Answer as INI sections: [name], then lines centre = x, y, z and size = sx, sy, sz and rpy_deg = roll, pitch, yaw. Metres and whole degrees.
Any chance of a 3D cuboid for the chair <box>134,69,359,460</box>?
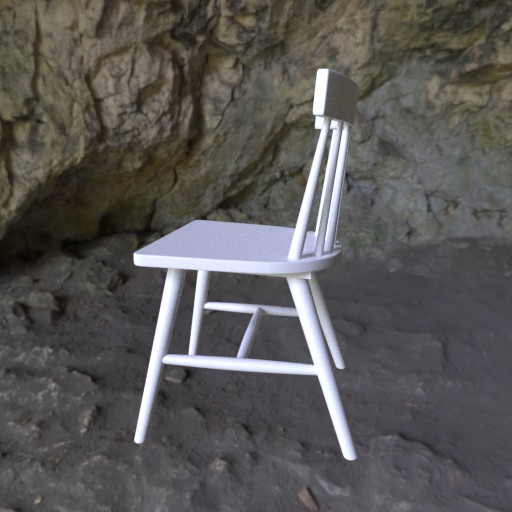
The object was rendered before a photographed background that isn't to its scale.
[chair]
centre = 0.000, 0.000, 1.105
size = 0.500, 0.787, 0.483
rpy_deg = 2, 13, 8
